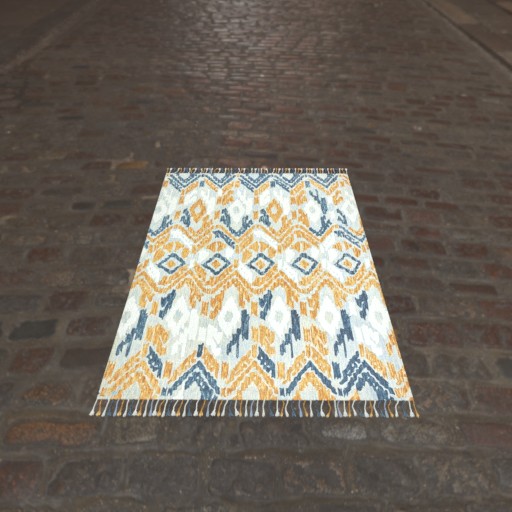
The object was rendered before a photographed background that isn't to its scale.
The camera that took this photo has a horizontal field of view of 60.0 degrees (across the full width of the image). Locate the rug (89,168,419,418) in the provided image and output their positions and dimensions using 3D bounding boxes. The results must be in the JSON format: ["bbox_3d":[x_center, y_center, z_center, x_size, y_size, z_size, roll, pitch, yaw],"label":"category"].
[{"bbox_3d":[0.000,0.000,2.329,1.230,0.008,1.827,0,41,0],"label":"rug"}]
